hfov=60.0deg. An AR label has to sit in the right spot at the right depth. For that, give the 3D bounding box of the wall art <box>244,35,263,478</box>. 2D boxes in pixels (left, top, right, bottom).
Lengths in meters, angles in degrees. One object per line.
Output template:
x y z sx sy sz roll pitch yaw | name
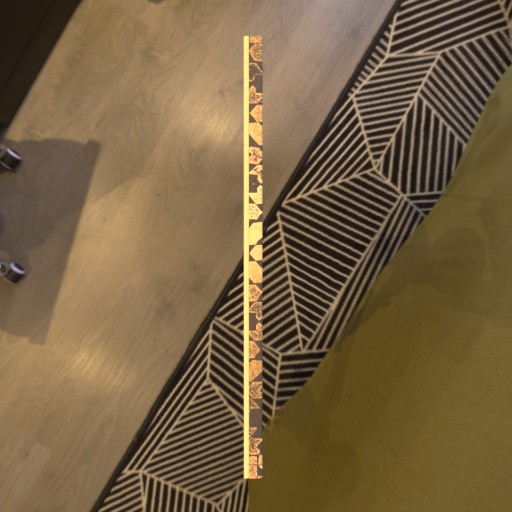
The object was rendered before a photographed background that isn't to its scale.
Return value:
0.000 0.000 1.369 0.038 0.914 0.914 0 91 1 | wall art
